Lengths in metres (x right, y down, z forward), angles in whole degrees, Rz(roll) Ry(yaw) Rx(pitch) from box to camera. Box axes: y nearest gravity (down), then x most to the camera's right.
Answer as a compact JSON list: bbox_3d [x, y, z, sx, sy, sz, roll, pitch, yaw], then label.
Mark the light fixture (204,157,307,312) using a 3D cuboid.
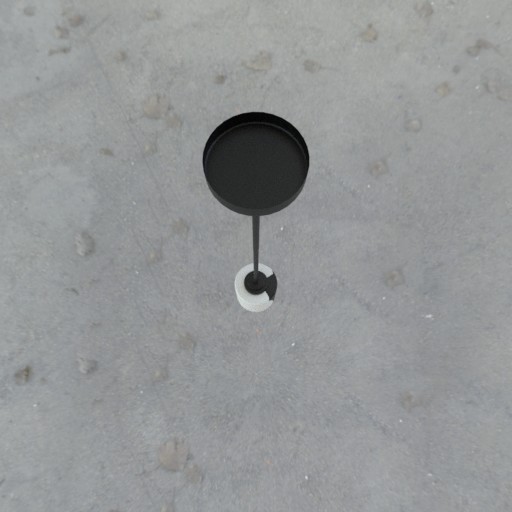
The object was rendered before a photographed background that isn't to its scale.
[{"bbox_3d":[0.000,0.000,0.926,0.123,0.863,0.123,-25,77,-6],"label":"light fixture"}]
